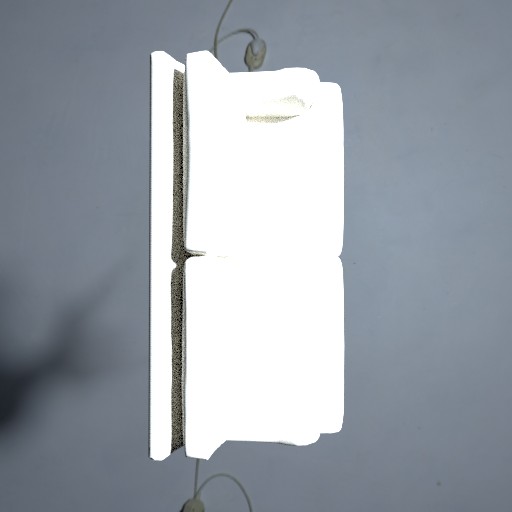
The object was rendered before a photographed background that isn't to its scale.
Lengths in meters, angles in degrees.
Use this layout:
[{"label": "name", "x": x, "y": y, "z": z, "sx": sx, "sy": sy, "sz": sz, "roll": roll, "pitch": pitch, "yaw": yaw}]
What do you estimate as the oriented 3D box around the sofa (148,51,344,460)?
[{"label": "sofa", "x": 0.000, "y": 0.000, "z": 2.690, "sx": 1.086, "sy": 1.087, "sz": 2.159, "roll": 0, "pitch": 89, "yaw": 0}]
